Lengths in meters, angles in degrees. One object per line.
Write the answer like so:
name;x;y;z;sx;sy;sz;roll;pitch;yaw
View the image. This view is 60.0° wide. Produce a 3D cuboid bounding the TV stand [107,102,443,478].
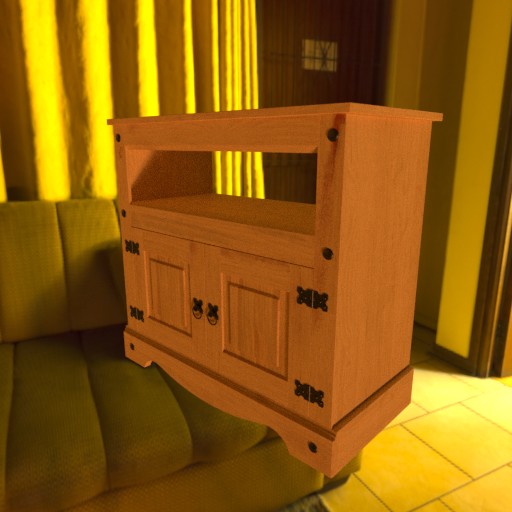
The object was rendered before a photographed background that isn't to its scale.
TV stand;0.000;0.000;1.310;0.851;0.787;0.430;13;19;41
